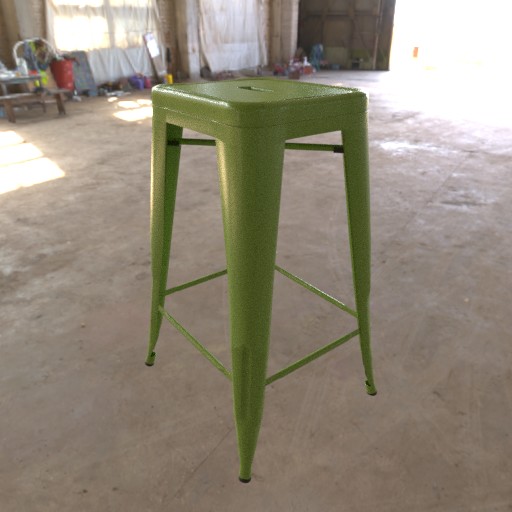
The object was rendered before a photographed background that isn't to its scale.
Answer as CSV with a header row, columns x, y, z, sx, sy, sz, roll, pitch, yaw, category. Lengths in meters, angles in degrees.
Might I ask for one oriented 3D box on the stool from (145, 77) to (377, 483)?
x,y,z,sx,sy,sz,roll,pitch,yaw,category
0.000,0.000,0.851,0.358,0.609,0.398,-19,33,-33,stool
